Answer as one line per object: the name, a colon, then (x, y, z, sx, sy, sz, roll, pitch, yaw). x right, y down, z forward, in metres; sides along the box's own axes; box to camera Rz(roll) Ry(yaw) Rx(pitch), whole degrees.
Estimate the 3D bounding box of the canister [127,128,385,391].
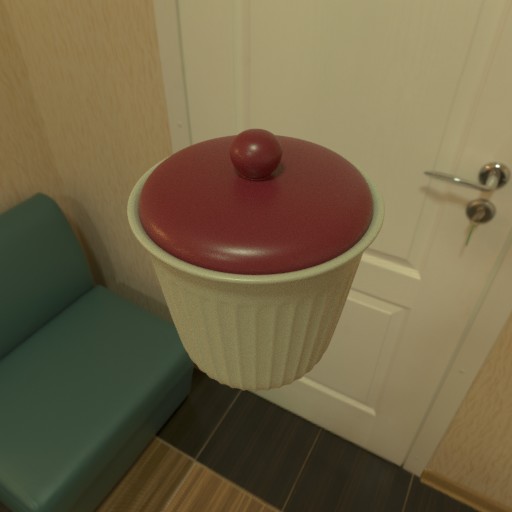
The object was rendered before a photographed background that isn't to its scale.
canister: (0.000, 0.000, 0.356, 0.181, 0.211, 0.181, 0, 41, 0)
